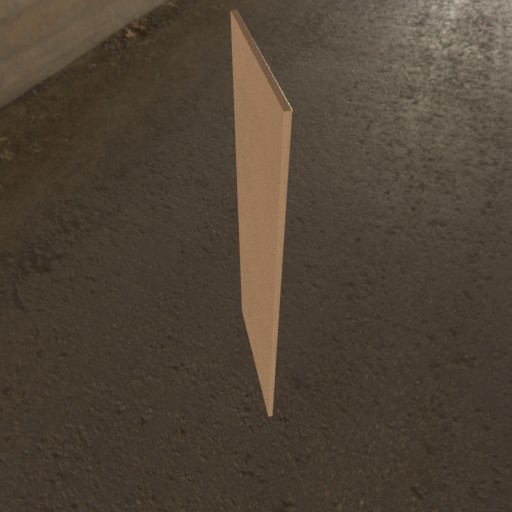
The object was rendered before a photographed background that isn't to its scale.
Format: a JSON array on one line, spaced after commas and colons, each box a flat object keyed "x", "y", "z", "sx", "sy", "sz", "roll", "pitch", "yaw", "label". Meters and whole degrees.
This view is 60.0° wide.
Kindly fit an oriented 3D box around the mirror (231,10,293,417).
[{"x": 0.000, "y": 0.000, "z": 2.244, "sx": 0.026, "sy": 2.031, "sz": 0.812, "roll": -9, "pitch": 48, "yaw": -9, "label": "mirror"}]
